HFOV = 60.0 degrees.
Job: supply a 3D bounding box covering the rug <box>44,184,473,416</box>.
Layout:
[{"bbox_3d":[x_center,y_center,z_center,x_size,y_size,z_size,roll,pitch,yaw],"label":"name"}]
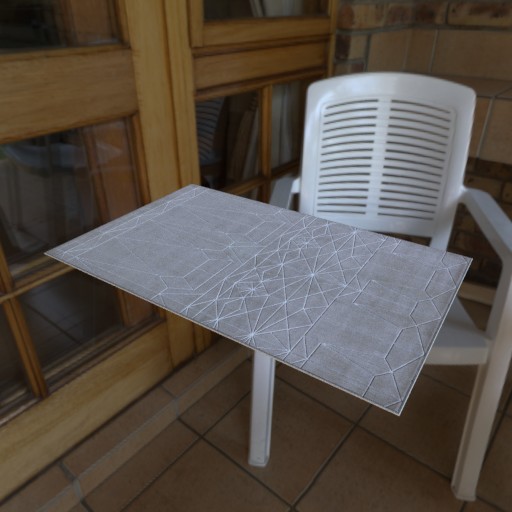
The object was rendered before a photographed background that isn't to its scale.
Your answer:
[{"bbox_3d":[0.000,0.000,2.973,2.438,0.012,1.524,19,35,28],"label":"rug"}]
